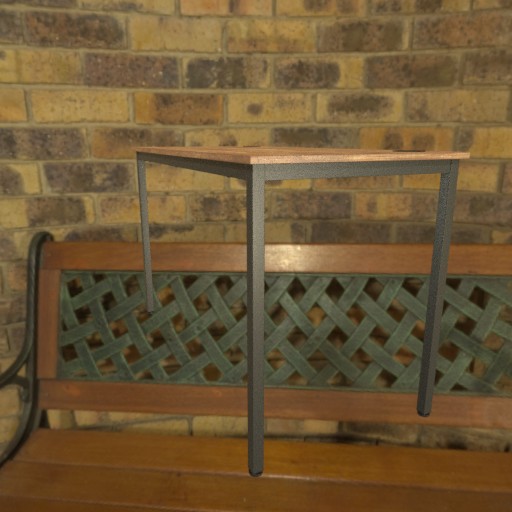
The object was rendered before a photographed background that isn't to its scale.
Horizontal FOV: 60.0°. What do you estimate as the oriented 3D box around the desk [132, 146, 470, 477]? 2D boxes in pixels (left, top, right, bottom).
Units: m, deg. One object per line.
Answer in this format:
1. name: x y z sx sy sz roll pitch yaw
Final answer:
1. desk: 0.000 0.000 1.585 0.600 0.749 1.200 -7 16 -25
